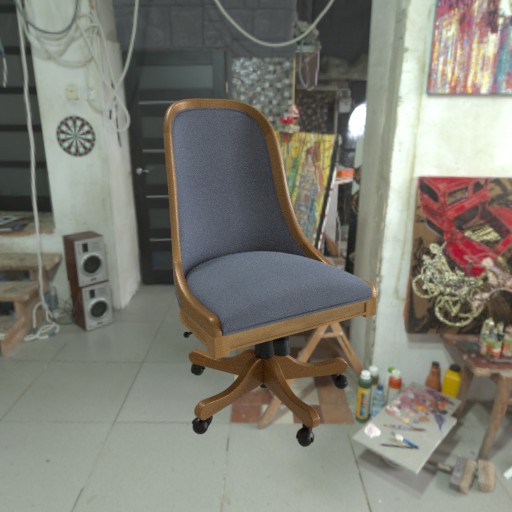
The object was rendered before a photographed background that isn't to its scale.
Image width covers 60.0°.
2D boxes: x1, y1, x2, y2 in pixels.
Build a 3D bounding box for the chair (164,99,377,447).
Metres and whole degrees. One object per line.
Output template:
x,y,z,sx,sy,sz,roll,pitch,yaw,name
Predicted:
0.000,0.000,1.505,0.605,1.031,0.735,-9,20,-28,chair
